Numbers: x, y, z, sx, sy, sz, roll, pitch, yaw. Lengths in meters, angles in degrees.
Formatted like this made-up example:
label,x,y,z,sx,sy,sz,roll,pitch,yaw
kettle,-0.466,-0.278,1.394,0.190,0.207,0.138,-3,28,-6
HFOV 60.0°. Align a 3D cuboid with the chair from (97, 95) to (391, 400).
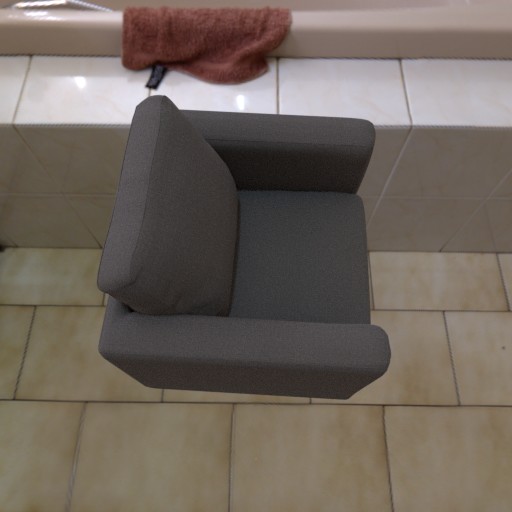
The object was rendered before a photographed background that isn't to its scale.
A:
label,x,y,z,sx,sy,sz,roll,pitch,yaw
chair,0.000,0.000,1.534,0.800,0.927,0.854,3,65,1
